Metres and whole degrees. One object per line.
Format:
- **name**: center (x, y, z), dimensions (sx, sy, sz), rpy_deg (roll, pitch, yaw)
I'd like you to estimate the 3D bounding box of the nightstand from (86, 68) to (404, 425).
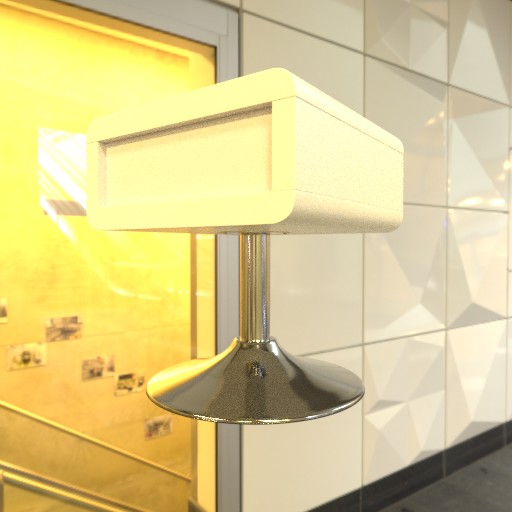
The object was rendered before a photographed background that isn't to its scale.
- **nightstand**: center (0.000, 0.000, 0.780), dimensions (0.399, 0.447, 0.404), rpy_deg (1, 1, 36)
